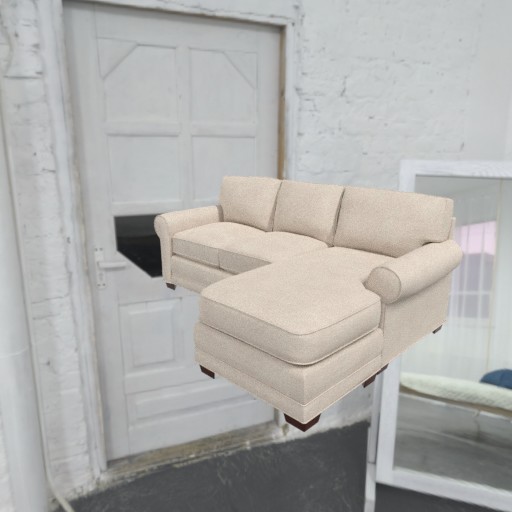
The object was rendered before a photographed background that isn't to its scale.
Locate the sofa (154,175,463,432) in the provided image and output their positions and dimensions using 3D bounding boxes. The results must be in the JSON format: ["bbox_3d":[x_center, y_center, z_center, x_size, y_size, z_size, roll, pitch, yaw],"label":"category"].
[{"bbox_3d":[0.000,0.000,2.406,1.770,0.734,1.226,15,22,43],"label":"sofa"}]
